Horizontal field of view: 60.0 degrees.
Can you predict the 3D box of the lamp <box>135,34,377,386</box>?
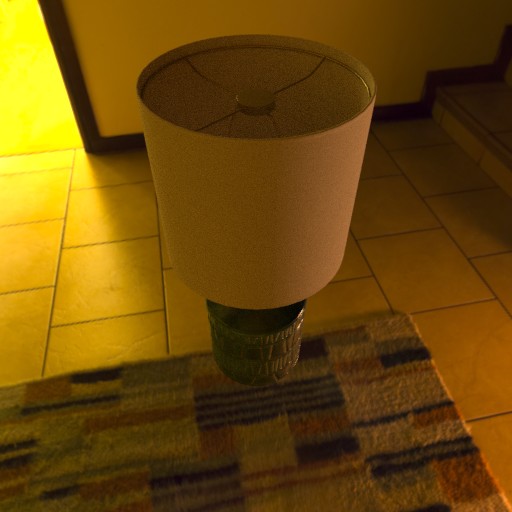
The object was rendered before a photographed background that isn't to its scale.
[{"bbox_3d":[0.000,0.000,0.556,0.211,0.455,0.211,-24,50,-22],"label":"lamp"}]
